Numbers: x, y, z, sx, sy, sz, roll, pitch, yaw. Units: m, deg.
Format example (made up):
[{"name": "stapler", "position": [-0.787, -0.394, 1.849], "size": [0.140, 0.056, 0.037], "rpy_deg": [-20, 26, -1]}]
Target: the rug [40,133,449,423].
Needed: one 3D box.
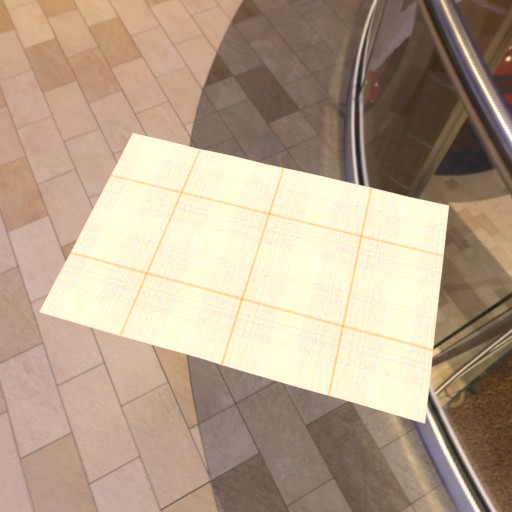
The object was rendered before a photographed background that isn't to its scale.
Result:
[{"name": "rug", "position": [0.000, 0.000, 3.002], "size": [2.442, 0.016, 1.527], "rpy_deg": [14, 65, 7]}]
